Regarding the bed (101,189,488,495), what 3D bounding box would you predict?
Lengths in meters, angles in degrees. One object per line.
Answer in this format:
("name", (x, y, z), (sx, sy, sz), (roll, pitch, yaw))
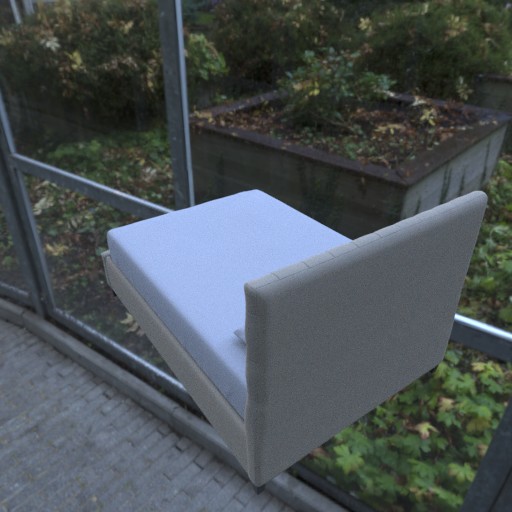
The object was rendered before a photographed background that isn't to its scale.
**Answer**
("bed", (0.000, 0.000, 3.344), (1.698, 1.427, 2.387), (-20, 37, -30))
